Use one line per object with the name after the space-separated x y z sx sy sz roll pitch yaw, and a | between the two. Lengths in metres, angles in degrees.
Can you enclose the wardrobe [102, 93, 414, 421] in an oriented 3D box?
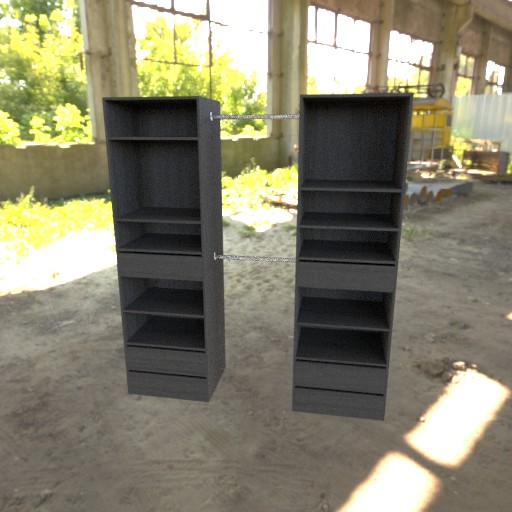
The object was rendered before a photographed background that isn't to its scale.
0.000 0.000 2.977 1.770 2.000 0.480 3 16 10 | wardrobe
